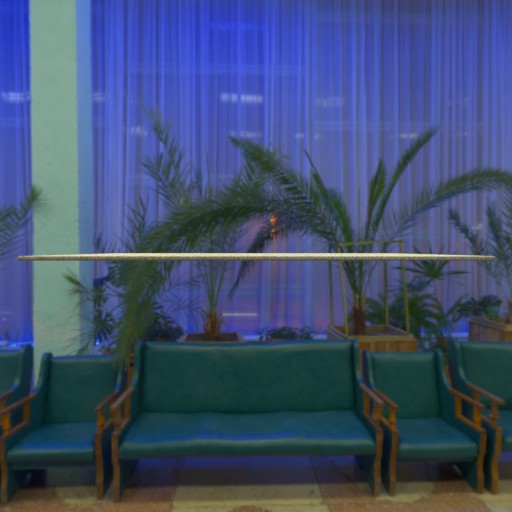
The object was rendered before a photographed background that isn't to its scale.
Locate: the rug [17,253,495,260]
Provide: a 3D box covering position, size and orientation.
[{"bbox_3d":[0.000,0.000,3.402,2.699,0.025,1.800,0,1,0],"label":"rug"}]
